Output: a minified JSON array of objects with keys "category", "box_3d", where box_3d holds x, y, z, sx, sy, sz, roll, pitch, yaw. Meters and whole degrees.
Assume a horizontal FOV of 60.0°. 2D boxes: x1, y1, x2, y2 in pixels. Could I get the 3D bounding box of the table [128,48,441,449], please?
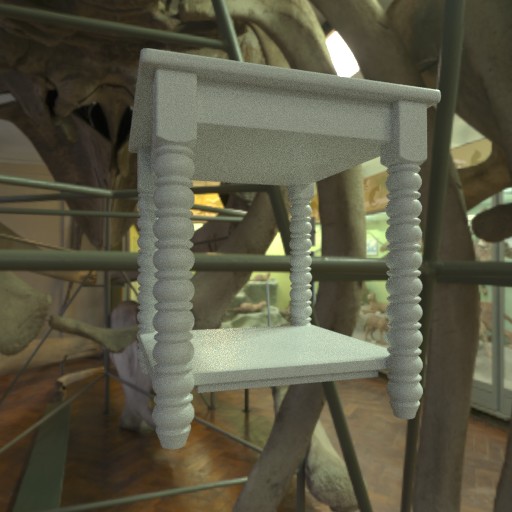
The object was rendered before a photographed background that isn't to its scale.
[{"category":"table","box_3d":[0.000,0.000,0.929,0.500,0.563,0.533,0,-1,-18]}]
